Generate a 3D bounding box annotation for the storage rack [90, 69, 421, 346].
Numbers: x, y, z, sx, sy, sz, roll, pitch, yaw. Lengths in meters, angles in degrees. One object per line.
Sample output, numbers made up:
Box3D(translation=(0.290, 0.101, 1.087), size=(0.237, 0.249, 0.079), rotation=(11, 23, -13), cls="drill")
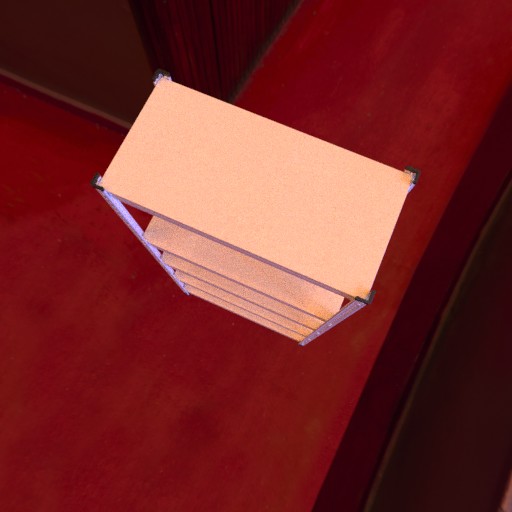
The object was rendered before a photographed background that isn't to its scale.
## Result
Box3D(translation=(0.000, 0.000, 2.239), size=(0.914, 1.829, 0.457), rotation=(23, 76, 6), cls="storage rack")
